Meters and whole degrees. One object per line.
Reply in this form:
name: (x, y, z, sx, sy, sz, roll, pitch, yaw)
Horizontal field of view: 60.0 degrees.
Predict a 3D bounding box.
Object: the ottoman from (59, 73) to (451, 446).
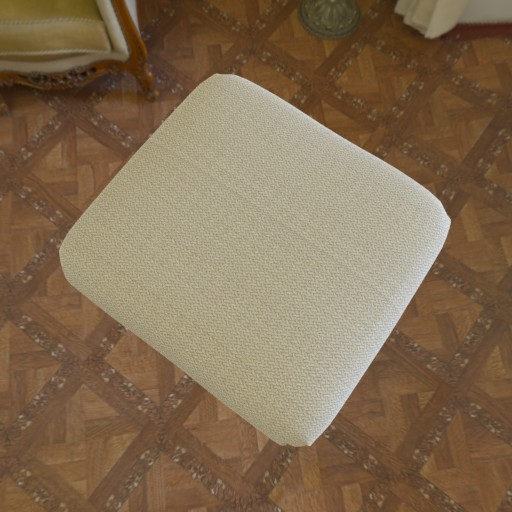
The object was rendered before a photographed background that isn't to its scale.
ottoman: (0.000, 0.000, 1.085, 0.684, 0.447, 0.622, 35, 77, 9)
